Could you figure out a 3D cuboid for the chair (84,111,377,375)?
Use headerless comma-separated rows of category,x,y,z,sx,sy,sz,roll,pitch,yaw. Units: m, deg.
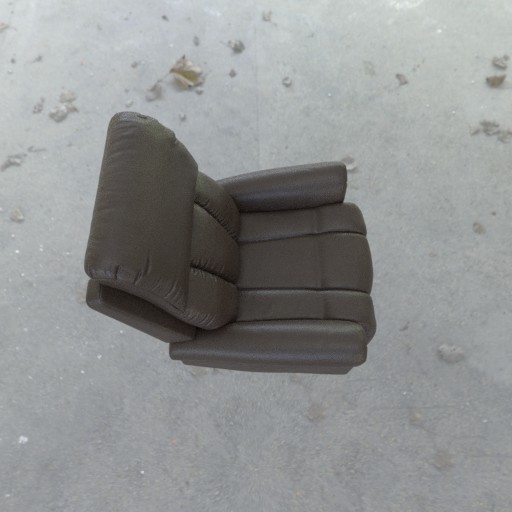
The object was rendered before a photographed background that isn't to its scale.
chair,0.000,0.000,1.744,0.978,1.028,0.869,0,64,0
